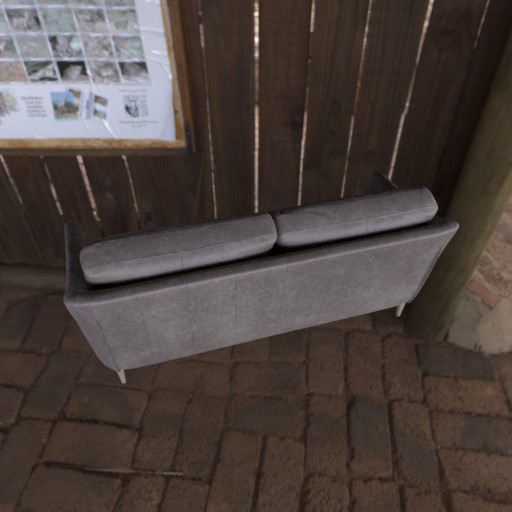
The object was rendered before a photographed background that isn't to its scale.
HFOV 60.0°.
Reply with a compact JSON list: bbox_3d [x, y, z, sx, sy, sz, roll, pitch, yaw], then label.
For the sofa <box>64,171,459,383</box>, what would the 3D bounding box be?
[{"bbox_3d":[0.000,0.000,2.531,2.036,0.902,0.960,-11,42,-13],"label":"sofa"}]
